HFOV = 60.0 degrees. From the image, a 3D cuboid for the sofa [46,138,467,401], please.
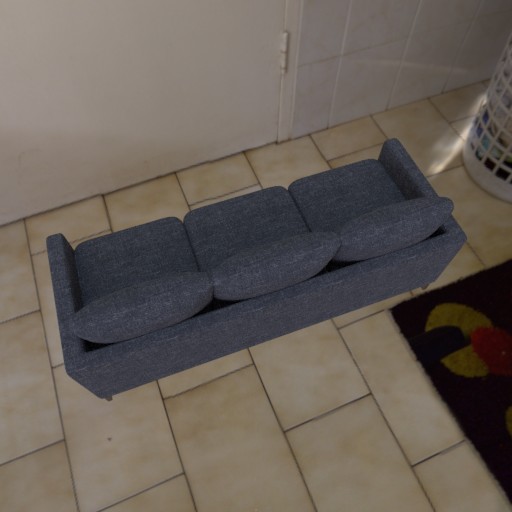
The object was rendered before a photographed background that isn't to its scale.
[{"bbox_3d":[0.000,0.000,2.659,2.218,0.874,0.859,-18,62,-10],"label":"sofa"}]
